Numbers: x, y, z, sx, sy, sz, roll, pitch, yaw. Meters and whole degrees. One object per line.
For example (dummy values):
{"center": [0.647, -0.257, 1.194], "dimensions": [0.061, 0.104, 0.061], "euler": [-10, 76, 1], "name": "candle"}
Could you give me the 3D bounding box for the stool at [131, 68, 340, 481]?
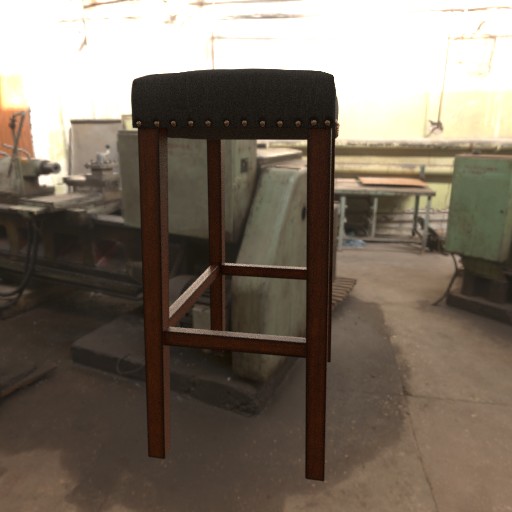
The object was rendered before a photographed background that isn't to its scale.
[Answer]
{"center": [0.000, 0.000, 1.031], "dimensions": [0.366, 0.760, 0.502], "euler": [3, 16, 10], "name": "stool"}
